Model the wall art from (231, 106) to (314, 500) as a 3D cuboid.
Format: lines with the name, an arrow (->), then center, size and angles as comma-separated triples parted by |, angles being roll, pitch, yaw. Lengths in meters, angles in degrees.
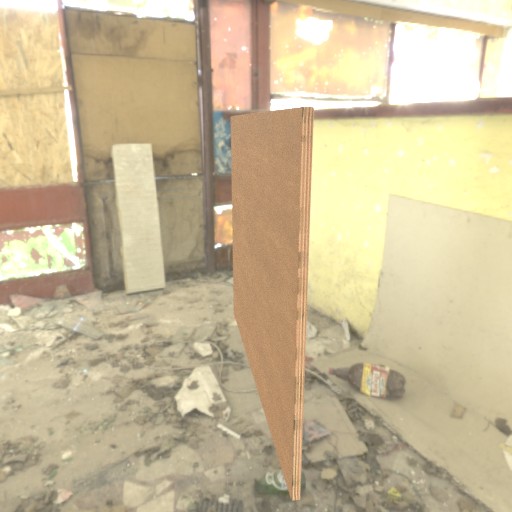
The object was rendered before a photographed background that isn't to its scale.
wall art -> 0.000, 0.000, 0.666 | 0.010, 0.408, 0.508 | -3, 17, -9
